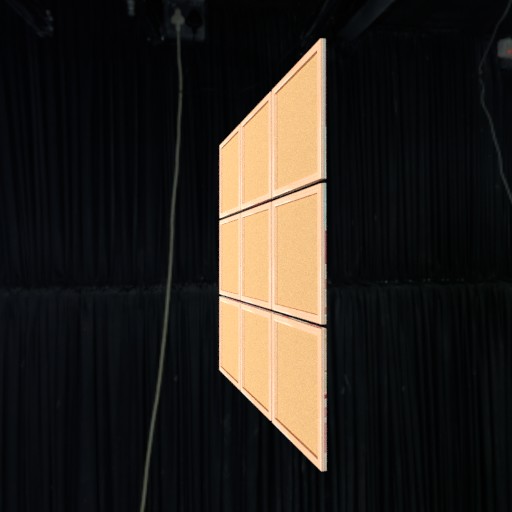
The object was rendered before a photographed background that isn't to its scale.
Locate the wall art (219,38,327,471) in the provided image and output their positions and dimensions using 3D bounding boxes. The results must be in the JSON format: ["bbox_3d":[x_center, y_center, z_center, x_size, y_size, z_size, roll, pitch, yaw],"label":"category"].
[{"bbox_3d":[0.000,0.000,1.365,0.012,0.910,0.911,0,-1,-18],"label":"wall art"}]
